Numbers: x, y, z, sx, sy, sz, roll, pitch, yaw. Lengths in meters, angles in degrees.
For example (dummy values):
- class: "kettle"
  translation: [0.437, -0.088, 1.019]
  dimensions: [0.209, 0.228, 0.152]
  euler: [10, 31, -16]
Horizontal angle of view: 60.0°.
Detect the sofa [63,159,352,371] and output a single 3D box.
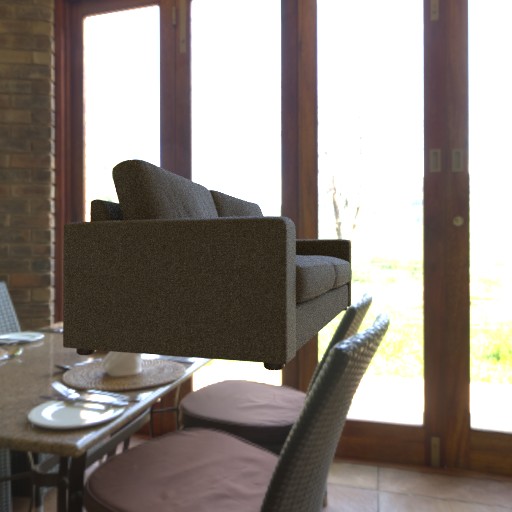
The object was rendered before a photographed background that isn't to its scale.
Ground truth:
- class: "sofa"
  translation: [0.000, 0.000, 2.748]
  dimensions: [1.016, 0.873, 2.179]
  euler: [0, 0, 18]
